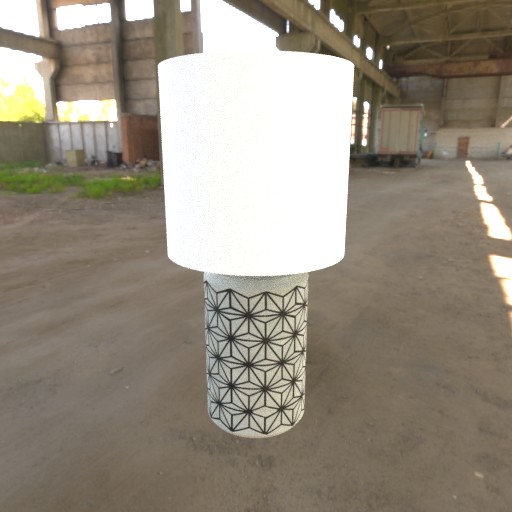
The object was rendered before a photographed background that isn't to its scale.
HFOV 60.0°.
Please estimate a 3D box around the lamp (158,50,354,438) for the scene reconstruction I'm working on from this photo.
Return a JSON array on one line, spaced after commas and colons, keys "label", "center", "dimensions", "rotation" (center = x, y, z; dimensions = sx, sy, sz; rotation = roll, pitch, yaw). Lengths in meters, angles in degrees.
[{"label": "lamp", "center": [0.000, 0.000, 0.529], "dimensions": [0.206, 0.416, 0.206], "rotation": [-2, 15, -9]}]
